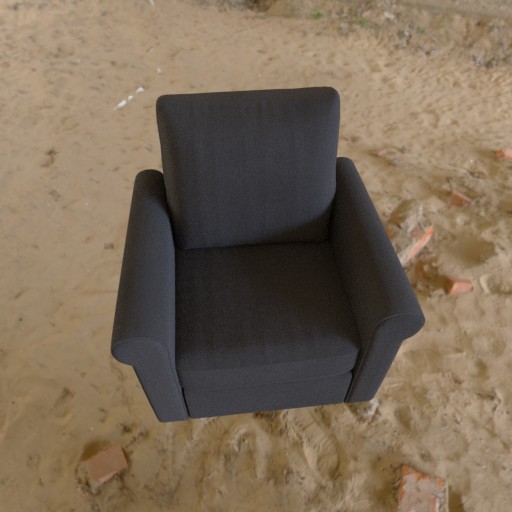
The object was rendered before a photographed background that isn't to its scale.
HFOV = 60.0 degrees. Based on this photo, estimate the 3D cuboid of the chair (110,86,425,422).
[{"bbox_3d":[0.000,0.000,1.563,0.867,0.942,0.828,-5,48,-4],"label":"chair"}]
